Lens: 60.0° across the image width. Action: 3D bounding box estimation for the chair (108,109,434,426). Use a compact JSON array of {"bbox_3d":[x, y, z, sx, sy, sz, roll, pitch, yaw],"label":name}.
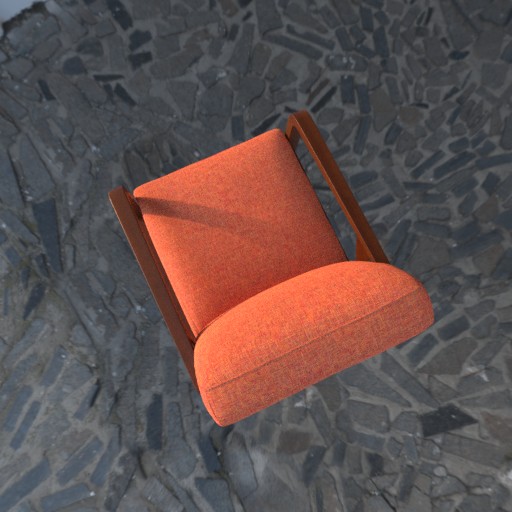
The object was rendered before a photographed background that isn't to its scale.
[{"bbox_3d":[0.000,0.000,1.516,0.719,0.890,0.860,-24,77,-6],"label":"chair"}]
